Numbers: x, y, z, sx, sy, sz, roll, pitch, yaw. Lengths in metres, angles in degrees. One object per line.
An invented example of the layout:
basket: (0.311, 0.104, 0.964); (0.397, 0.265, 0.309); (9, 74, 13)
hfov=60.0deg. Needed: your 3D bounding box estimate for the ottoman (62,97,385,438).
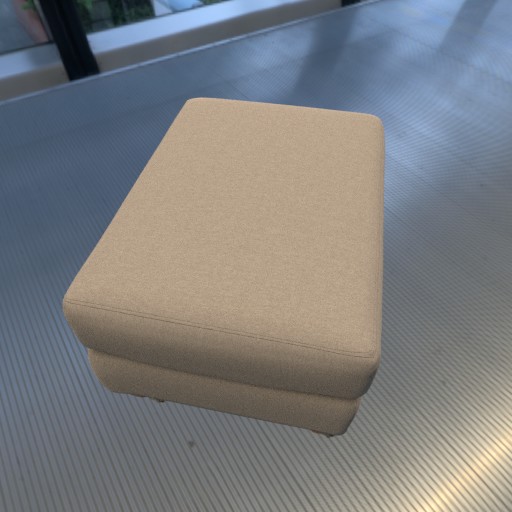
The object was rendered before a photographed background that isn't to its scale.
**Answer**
ottoman: (0.000, 0.000, 1.120); (0.574, 0.497, 0.773); (9, 48, 8)
